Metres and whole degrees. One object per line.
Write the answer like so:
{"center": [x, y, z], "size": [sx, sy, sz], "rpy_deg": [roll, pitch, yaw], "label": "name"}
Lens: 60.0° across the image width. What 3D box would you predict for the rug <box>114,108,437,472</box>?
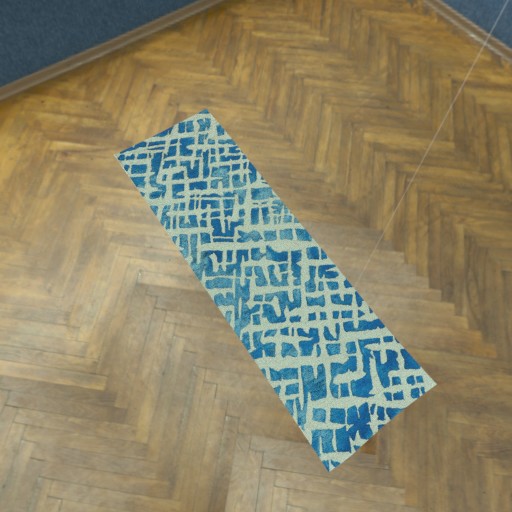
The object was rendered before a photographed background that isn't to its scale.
{"center": [0.000, 0.000, 2.790], "size": [0.768, 0.011, 2.446], "rpy_deg": [-31, 68, -14], "label": "rug"}
